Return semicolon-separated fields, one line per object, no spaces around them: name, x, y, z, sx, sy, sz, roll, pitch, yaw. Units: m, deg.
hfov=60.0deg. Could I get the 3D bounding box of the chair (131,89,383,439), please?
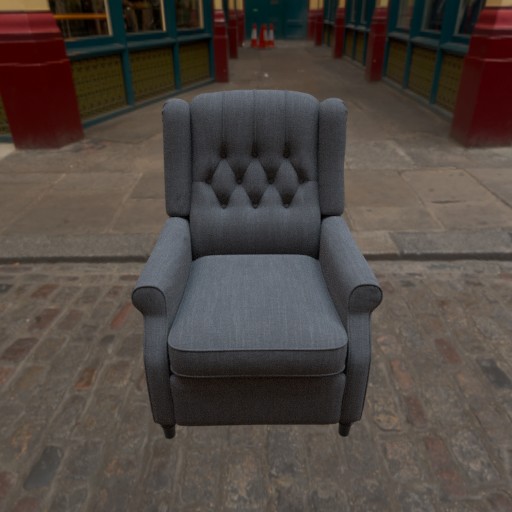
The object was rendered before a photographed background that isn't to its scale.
chair;0.000;0.000;1.603;0.742;1.035;0.898;0;30;-1
